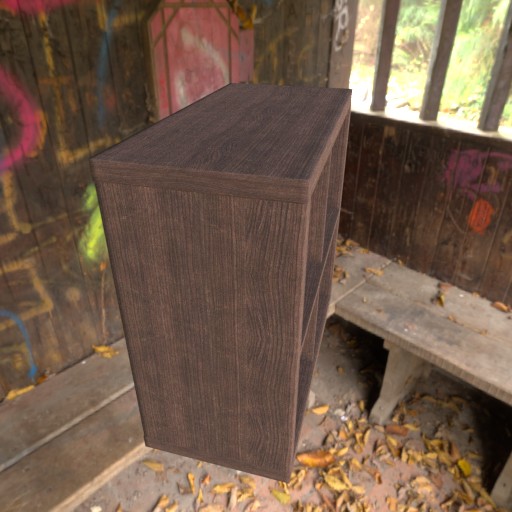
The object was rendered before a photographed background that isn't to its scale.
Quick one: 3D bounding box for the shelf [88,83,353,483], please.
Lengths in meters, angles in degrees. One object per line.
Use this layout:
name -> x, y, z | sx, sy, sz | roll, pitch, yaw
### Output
shelf -> 0.000, 0.000, 1.259 | 0.390, 0.786, 0.790 | 8, 32, 13
